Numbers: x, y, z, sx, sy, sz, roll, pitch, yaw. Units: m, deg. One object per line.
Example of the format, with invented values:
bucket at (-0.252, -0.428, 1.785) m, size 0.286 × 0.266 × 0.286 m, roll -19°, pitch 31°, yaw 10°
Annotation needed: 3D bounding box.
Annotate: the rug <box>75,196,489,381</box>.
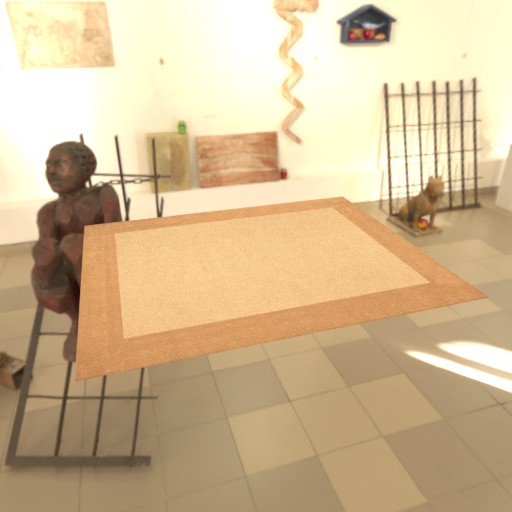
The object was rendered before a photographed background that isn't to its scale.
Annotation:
rug at (0.000, 0.000, 4.090) m, size 3.048 × 0.014 × 2.438 m, roll -8°, pitch 28°, yaw -16°
